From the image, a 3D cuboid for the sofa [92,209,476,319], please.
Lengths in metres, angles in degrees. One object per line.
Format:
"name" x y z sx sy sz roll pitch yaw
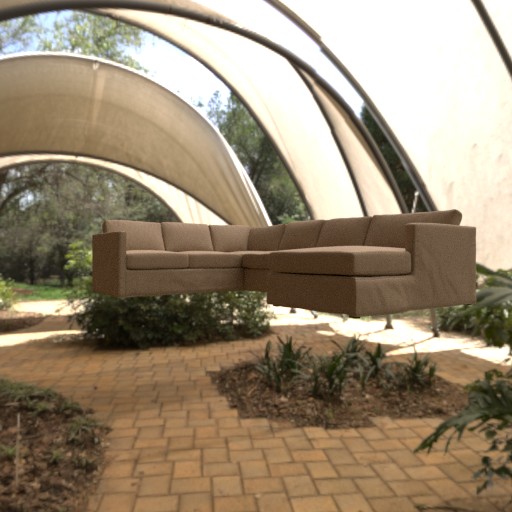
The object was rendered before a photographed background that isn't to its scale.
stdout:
"sofa" 0.000 0.000 4.635 2.427 0.882 3.460 0 0 -35
